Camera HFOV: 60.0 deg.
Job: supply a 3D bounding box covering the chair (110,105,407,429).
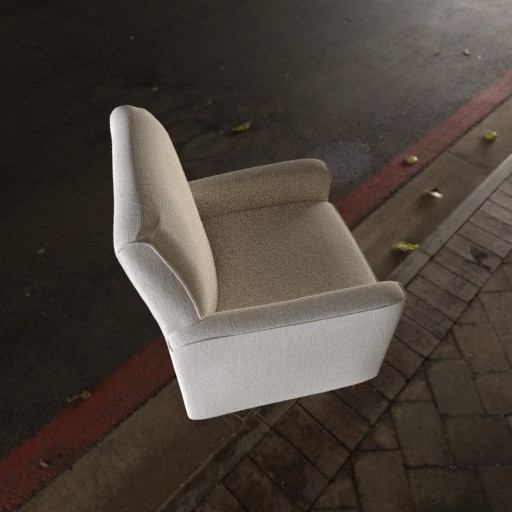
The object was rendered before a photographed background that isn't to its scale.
[{"bbox_3d":[0.000,0.000,1.664,0.858,1.028,0.841,-10,47,-10],"label":"chair"}]
